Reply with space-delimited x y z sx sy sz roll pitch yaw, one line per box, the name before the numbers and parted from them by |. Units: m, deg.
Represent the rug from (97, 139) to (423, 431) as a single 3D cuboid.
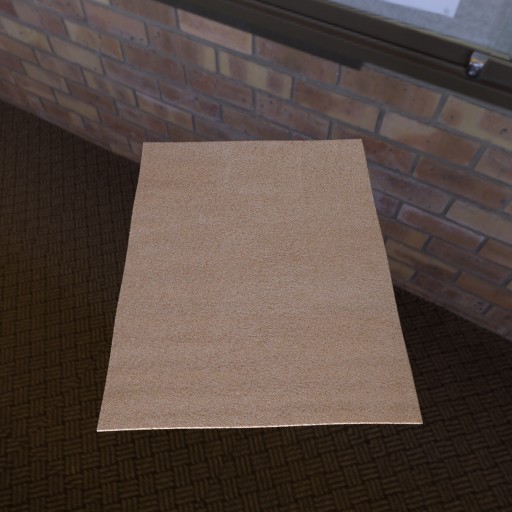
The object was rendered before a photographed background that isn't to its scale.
rug | 0.000 0.000 4.076 2.400 0.025 3.000 -1 57 -1
